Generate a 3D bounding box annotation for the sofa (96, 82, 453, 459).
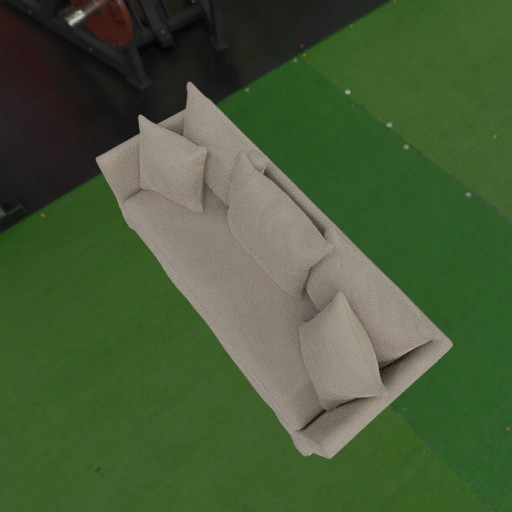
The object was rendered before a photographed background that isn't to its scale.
[{"bbox_3d":[0.000,0.000,3.062,1.046,1.047,2.499,-35,68,-16],"label":"sofa"}]
